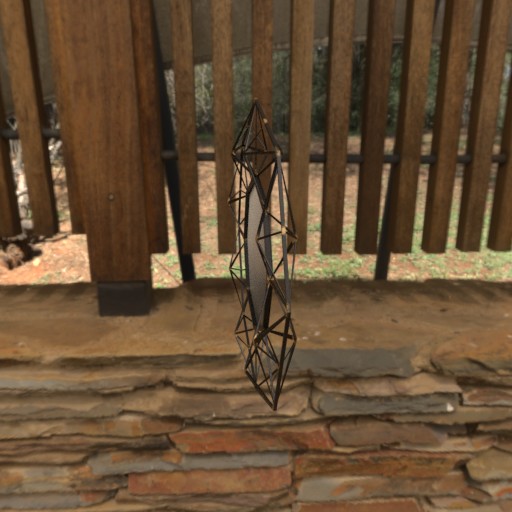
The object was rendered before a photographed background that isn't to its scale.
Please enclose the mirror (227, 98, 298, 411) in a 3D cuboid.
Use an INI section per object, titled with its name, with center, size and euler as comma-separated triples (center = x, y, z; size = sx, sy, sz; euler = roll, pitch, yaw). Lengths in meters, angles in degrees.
[mirror]
center = 0.000, 0.000, 1.053
size = 0.094, 0.710, 0.710
euler = -2, 15, -8
